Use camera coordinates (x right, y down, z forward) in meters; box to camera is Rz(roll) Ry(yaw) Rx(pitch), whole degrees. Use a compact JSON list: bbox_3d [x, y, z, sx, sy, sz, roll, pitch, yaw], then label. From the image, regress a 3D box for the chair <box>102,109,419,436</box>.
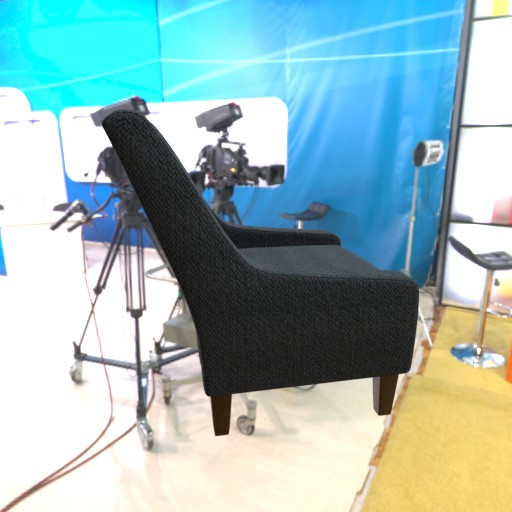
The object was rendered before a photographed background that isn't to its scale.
[{"bbox_3d":[0.000,0.000,1.684,0.944,1.012,0.793,-3,15,-11],"label":"chair"}]
